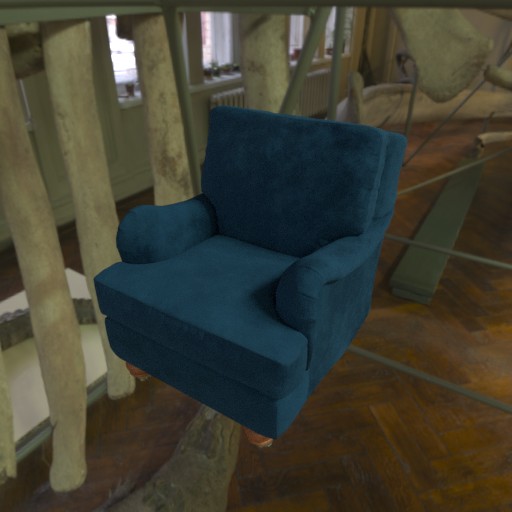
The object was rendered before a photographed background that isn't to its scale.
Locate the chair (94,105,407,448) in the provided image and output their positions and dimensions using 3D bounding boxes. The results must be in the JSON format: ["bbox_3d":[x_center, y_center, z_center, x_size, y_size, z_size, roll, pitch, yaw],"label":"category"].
[{"bbox_3d":[0.000,0.000,1.877,0.895,1.076,1.078,18,35,28],"label":"chair"}]
